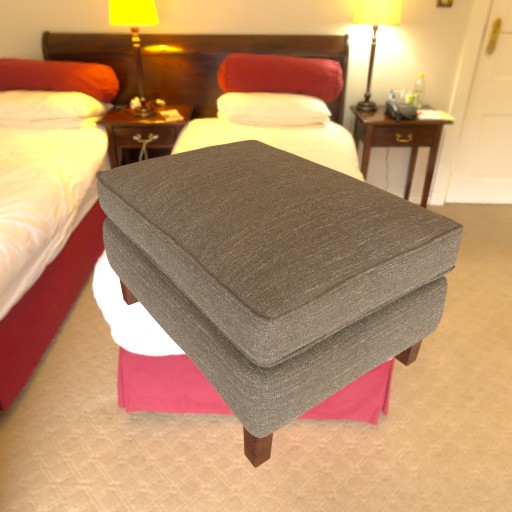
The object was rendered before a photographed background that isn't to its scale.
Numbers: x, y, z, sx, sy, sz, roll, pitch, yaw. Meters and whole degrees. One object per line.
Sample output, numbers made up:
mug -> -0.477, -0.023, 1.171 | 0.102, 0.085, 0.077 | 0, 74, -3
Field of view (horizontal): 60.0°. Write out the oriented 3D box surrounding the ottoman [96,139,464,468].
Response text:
ottoman -> 0.000, 0.000, 0.990 | 0.508, 0.406, 0.686 | -21, 37, -30
